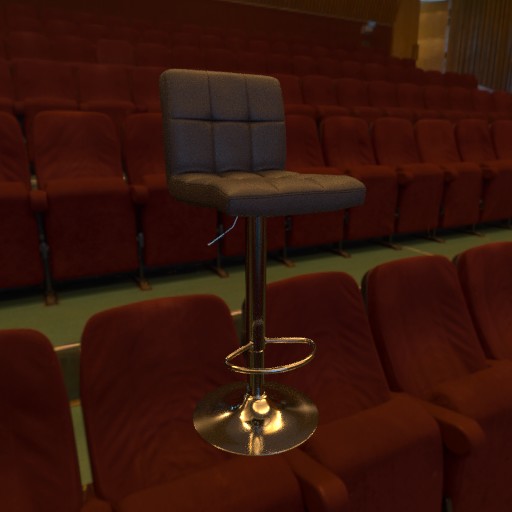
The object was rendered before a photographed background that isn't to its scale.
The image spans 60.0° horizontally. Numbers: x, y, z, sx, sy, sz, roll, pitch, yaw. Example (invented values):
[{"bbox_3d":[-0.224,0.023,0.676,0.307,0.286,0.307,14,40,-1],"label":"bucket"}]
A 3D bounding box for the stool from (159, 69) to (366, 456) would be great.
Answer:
[{"bbox_3d":[0.000,0.000,1.370,0.430,1.115,0.505,-8,16,-27],"label":"stool"}]
